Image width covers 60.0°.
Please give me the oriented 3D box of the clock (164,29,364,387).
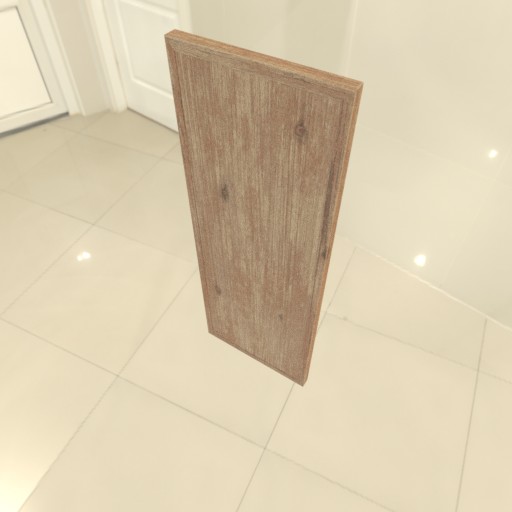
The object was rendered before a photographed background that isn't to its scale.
[{"bbox_3d":[0.000,0.000,1.072,0.361,0.965,0.030,25,53,21],"label":"clock"}]
